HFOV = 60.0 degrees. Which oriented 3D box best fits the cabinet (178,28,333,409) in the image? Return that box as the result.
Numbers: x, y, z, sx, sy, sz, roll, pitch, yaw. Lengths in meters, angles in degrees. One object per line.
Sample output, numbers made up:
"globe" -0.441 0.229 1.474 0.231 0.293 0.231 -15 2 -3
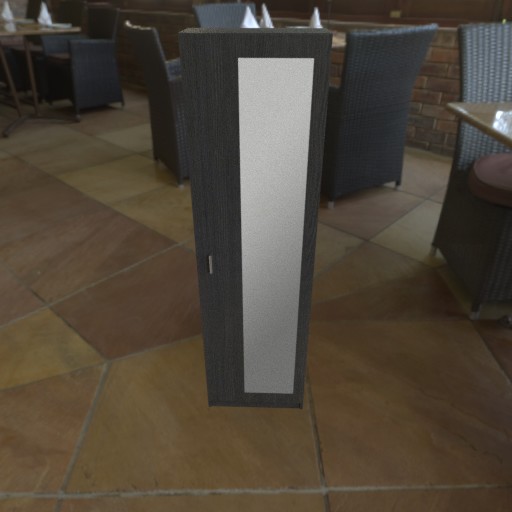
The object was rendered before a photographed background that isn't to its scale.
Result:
"cabinet" 0.000 0.000 1.970 0.500 1.790 0.230 1 31 2
